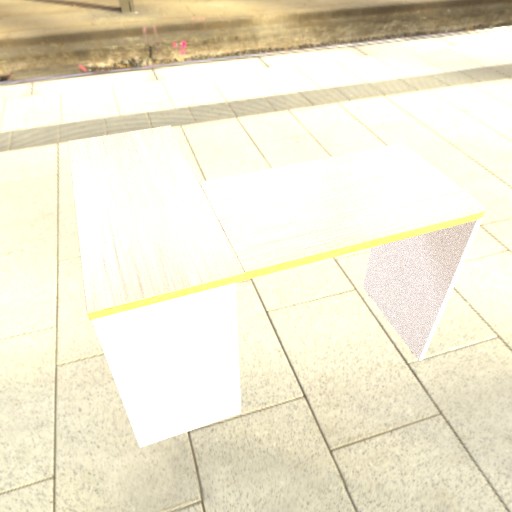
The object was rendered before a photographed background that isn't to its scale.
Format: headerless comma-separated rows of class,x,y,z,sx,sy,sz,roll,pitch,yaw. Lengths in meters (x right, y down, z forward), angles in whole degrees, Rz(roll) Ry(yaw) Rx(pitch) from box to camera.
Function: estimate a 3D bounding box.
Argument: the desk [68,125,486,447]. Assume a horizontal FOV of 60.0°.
desk,0.000,0.000,1.747,1.170,0.760,0.900,-14,44,-15
